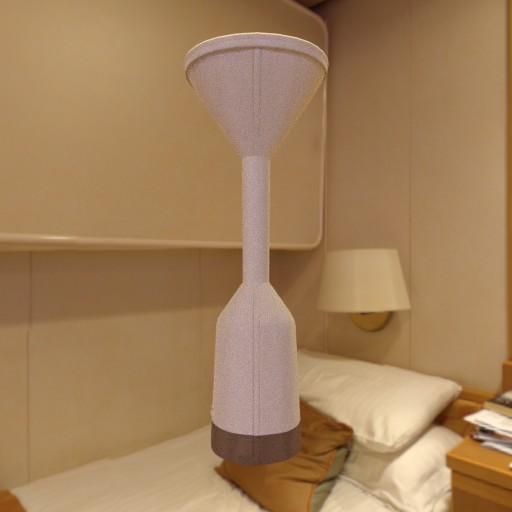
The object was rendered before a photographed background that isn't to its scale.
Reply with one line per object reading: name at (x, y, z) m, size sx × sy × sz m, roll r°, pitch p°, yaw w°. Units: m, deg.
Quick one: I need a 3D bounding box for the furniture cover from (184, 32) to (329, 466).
furniture cover at (0.000, 0.000, 2.837) m, size 0.914 × 2.413 × 0.914 m, roll 0°, pitch 0°, yaw -1°
